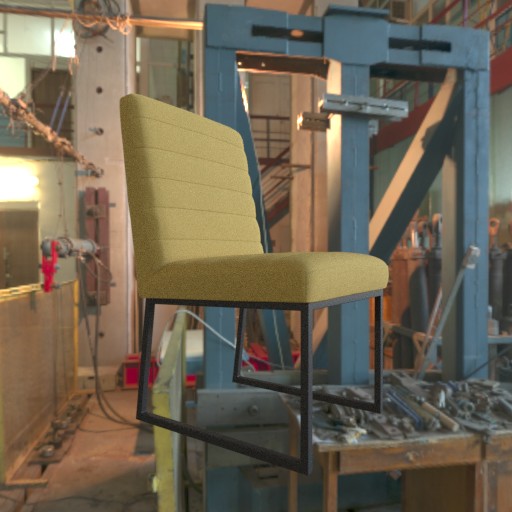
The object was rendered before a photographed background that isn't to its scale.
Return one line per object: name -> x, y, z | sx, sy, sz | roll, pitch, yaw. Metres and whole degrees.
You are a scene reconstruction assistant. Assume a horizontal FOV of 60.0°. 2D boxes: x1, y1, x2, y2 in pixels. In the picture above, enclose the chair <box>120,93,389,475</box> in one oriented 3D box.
chair -> 0.000, 0.000, 1.299 | 0.634, 0.930, 0.520 | 0, 1, 35
